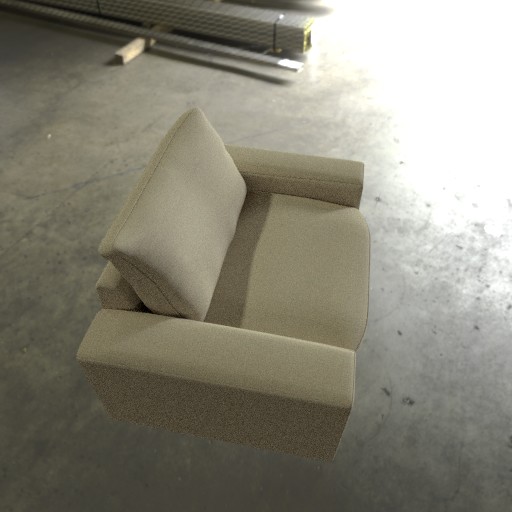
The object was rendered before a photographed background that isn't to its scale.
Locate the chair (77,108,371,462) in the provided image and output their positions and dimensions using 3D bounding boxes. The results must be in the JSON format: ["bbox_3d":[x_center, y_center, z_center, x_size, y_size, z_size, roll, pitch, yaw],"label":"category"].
[{"bbox_3d":[0.000,0.000,2.037,1.039,0.915,1.398,8,48,7],"label":"chair"}]
